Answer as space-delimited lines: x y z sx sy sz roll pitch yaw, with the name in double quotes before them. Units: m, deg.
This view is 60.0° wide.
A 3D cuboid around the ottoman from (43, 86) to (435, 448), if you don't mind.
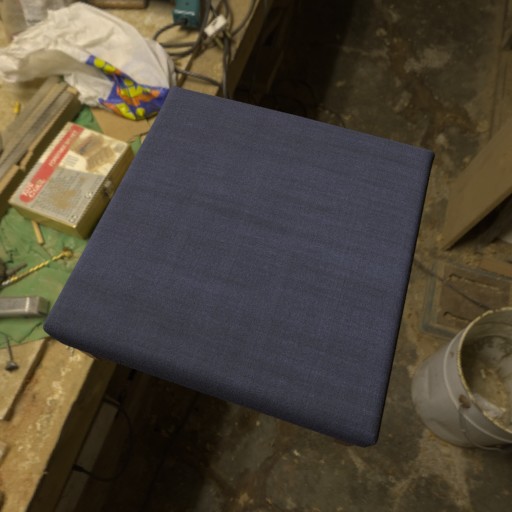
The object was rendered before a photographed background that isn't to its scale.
"ottoman" 0.000 0.000 1.398 0.890 0.411 0.889 17 66 8
